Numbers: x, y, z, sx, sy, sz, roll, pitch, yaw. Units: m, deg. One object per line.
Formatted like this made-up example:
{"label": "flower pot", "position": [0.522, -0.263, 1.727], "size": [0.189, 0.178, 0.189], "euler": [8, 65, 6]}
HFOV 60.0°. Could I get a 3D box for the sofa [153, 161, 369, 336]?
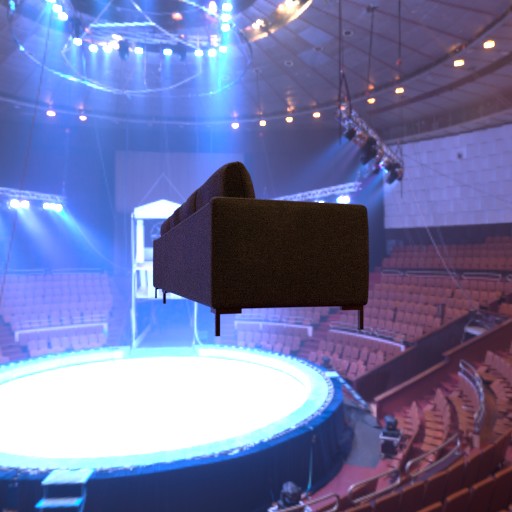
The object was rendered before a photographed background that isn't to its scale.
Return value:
{"label": "sofa", "position": [0.000, 0.000, 3.500], "size": [1.350, 0.810, 2.932], "euler": [1, -2, -18]}
